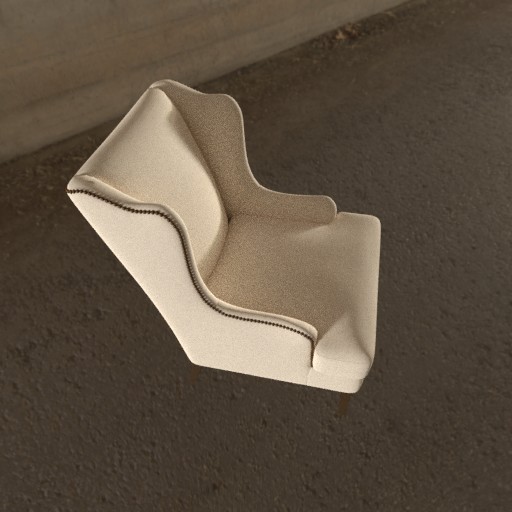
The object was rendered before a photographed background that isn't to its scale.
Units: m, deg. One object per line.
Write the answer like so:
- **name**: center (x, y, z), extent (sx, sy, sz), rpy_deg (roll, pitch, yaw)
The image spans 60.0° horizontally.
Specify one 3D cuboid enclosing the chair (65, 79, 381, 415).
- **chair**: center (0.000, 0.000, 1.695), extent (0.940, 1.029, 0.737), rpy_deg (9, 47, 9)
